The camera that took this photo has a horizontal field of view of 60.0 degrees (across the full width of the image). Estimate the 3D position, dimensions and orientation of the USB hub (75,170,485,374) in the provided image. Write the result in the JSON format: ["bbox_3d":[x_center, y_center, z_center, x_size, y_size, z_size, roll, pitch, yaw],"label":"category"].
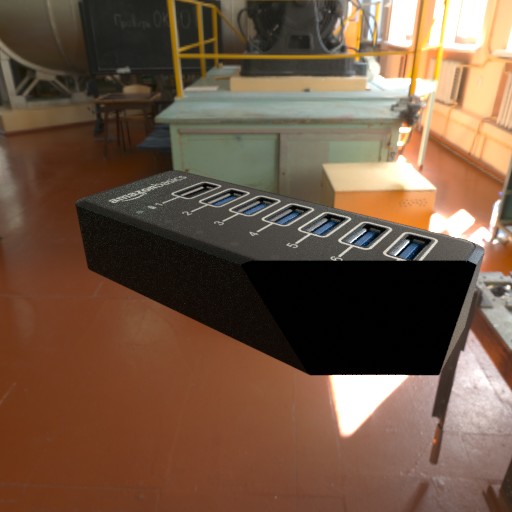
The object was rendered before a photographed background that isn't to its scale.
[{"bbox_3d":[0.000,0.000,0.127,0.110,0.023,0.044,19,33,32],"label":"USB hub"}]
